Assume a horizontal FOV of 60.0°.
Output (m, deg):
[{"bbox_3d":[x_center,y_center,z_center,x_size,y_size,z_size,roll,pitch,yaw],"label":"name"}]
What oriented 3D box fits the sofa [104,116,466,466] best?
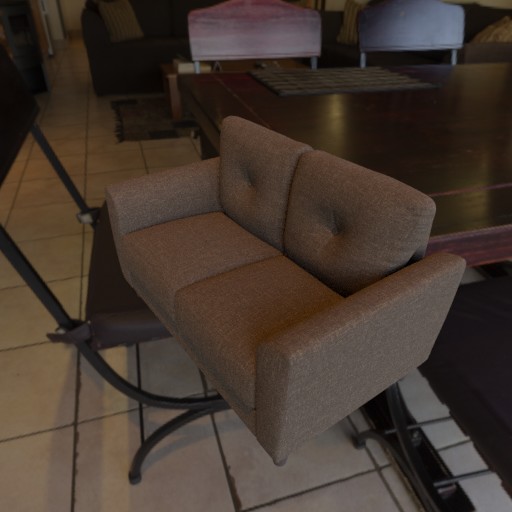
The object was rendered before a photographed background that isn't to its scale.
[{"bbox_3d":[0.000,0.000,1.955,0.851,0.885,1.423,-21,38,-30],"label":"sofa"}]
